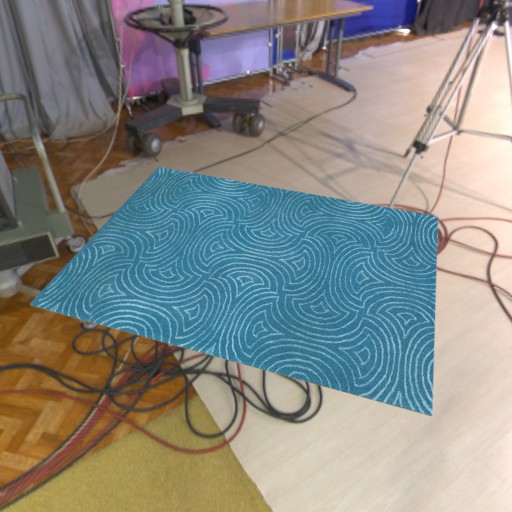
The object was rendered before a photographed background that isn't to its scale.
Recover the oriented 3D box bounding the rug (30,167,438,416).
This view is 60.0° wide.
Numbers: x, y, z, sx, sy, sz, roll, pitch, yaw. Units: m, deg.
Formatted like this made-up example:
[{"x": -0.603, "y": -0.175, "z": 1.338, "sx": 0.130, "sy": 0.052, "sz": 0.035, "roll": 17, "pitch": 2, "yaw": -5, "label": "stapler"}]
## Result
[{"x": 0.000, "y": 0.000, "z": 2.759, "sx": 2.144, "sy": 0.015, "sz": 1.543, "roll": 12, "pitch": 43, "yaw": 13, "label": "rug"}]
